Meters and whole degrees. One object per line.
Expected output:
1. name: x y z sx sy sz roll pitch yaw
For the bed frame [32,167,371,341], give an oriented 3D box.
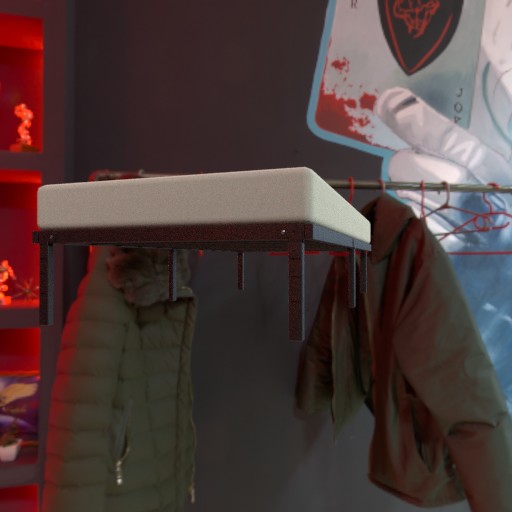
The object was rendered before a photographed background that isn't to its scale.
1. bed frame: 0.000 0.000 3.154 1.393 0.680 2.635 0 0 19
